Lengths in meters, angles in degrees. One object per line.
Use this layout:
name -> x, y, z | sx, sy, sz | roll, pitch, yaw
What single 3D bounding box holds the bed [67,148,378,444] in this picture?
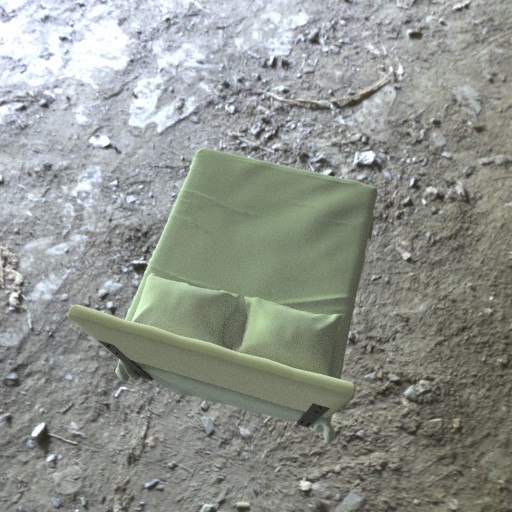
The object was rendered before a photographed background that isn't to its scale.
bed -> 0.000, 0.000, 3.497 | 1.936, 1.577, 2.222 | 14, 65, 7
